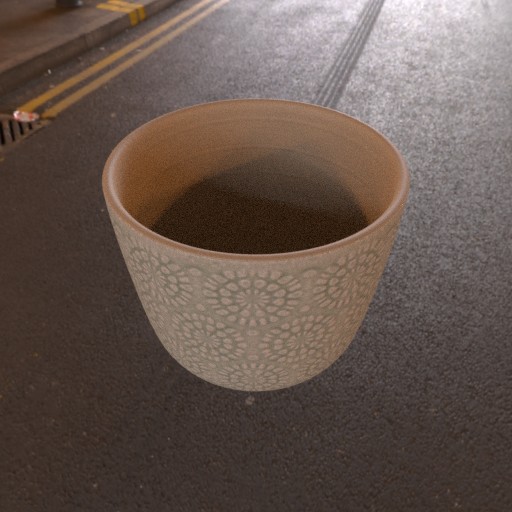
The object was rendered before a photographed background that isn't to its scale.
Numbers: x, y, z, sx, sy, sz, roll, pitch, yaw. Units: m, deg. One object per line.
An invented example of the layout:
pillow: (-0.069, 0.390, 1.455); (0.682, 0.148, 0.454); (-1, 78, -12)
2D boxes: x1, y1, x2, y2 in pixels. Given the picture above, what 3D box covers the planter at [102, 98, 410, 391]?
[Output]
planter: (0.000, 0.000, 0.220); (0.124, 0.109, 0.124); (0, 42, 0)
